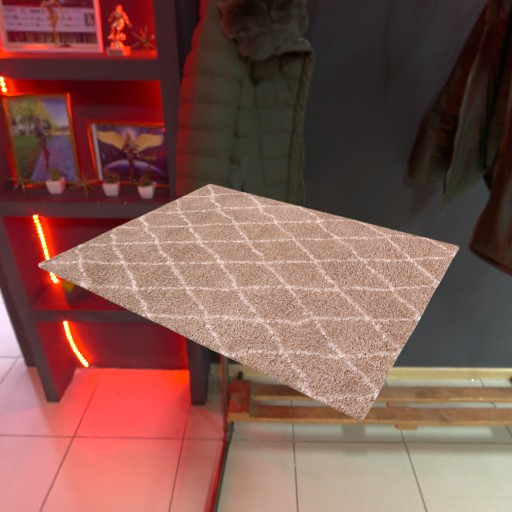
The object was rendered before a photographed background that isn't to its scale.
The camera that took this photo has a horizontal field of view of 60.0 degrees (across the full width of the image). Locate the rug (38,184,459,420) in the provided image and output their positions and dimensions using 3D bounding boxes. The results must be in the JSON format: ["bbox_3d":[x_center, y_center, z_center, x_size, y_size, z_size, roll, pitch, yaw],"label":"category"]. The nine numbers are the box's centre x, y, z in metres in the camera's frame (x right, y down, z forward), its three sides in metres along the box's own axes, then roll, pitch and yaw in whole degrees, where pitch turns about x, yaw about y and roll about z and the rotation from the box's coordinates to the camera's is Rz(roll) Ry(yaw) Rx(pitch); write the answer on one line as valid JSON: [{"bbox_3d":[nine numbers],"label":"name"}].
[{"bbox_3d":[0.000,0.000,4.076,3.047,0.029,2.438,18,34,29],"label":"rug"}]
